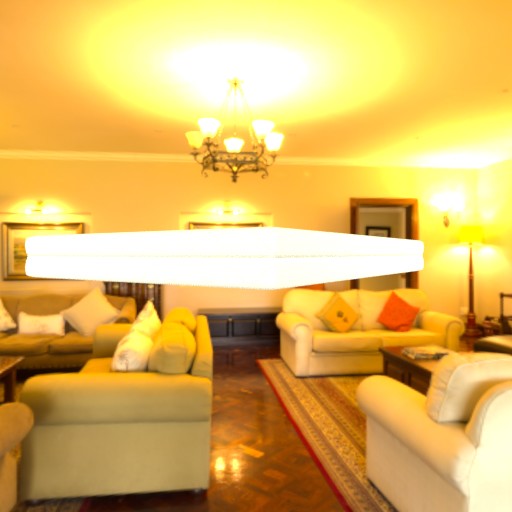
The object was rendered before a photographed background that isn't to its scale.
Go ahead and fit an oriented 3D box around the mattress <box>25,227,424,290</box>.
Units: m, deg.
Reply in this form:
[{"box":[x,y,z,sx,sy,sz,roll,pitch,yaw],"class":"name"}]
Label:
[{"box":[0.000,0.000,2.524,1.400,0.200,1.900,0,0,34],"class":"mattress"}]
